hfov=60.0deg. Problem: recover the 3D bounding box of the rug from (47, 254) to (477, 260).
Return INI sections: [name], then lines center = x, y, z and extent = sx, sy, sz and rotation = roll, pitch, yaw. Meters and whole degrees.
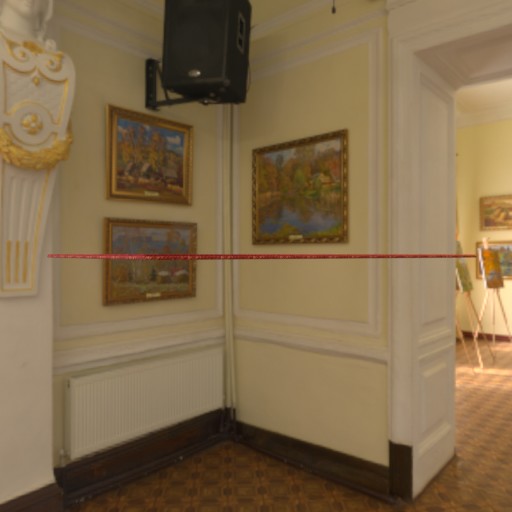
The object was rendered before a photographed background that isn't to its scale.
[rug]
center = 0.000, 0.000, 3.818
extent = 2.905, 0.028, 2.340
rotation = 0, 0, -36
